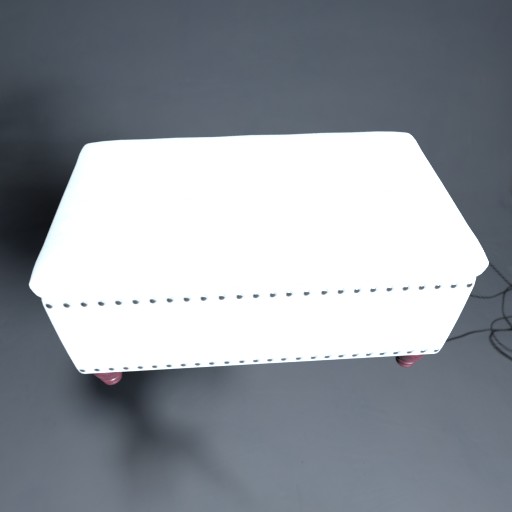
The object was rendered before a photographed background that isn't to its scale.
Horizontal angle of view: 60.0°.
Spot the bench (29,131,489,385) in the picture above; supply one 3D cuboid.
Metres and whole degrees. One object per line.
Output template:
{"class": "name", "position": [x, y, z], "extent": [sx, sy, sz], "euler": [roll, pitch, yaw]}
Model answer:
{"class": "bench", "position": [0.000, 0.000, 1.154], "extent": [0.887, 0.449, 0.500], "euler": [-3, 45, -3]}
